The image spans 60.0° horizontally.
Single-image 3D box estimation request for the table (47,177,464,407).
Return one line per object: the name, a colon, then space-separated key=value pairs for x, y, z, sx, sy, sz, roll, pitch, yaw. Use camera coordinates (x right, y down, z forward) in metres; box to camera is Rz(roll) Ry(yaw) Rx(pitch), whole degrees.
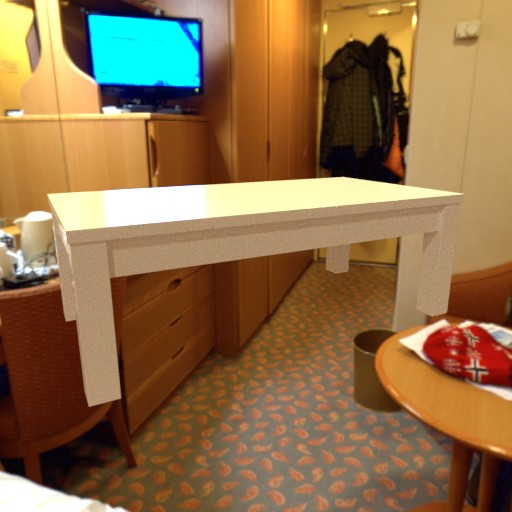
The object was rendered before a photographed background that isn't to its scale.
table: x=0.000 y=0.000 z=1.680 sx=1.350 sy=0.470 sz=0.700 roll=-8 pitch=18 yaw=-26
